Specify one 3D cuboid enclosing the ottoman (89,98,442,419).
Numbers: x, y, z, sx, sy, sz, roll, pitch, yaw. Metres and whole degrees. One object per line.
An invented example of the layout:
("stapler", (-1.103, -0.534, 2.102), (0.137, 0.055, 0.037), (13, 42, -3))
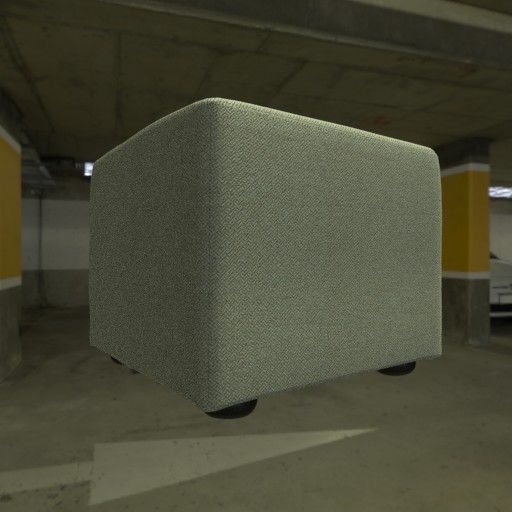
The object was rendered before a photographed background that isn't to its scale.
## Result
("ottoman", (0.000, 0.000, 0.885), (0.521, 0.453, 0.512), (0, 0, -36))
